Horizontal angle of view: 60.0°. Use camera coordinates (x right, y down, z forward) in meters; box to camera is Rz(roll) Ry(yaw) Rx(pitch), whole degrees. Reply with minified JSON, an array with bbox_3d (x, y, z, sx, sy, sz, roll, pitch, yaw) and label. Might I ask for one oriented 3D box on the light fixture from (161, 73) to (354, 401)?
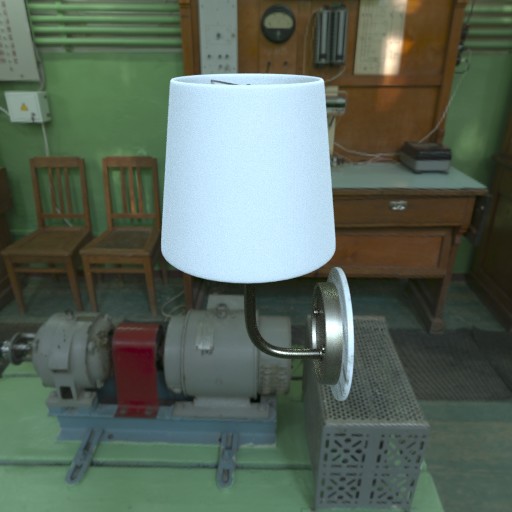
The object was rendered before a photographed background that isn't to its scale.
[{"bbox_3d":[0.000,0.000,0.453,0.188,0.337,0.168,0,26,0],"label":"light fixture"}]
